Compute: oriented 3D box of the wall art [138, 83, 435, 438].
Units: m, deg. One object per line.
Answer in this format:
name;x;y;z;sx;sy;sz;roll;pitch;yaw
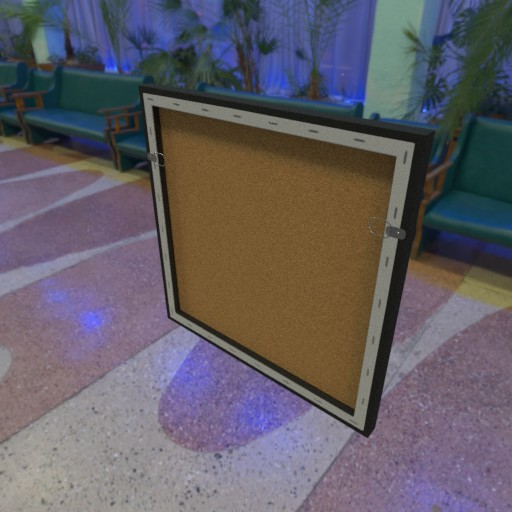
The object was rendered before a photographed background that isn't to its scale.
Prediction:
wall art;0.000;0.000;1.140;0.758;0.758;0.044;23;37;33
